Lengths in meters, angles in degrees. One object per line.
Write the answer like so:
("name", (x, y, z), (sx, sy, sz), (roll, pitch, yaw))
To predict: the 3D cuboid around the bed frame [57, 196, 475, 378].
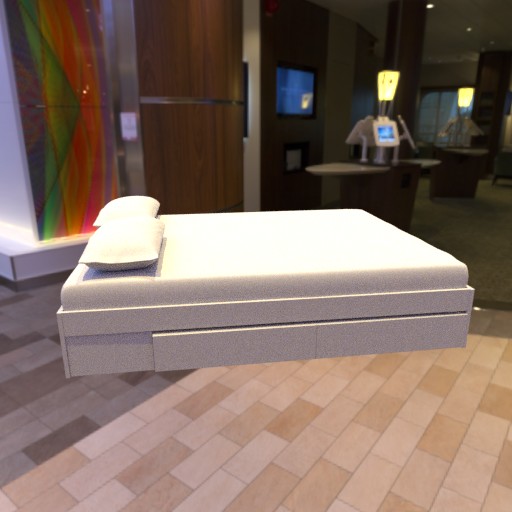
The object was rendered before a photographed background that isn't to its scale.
("bed frame", (0.000, 0.000, 2.715), (1.950, 0.629, 1.450), (-3, 18, -8))
